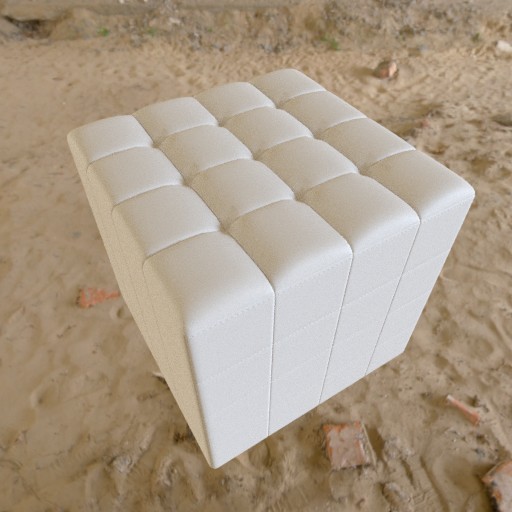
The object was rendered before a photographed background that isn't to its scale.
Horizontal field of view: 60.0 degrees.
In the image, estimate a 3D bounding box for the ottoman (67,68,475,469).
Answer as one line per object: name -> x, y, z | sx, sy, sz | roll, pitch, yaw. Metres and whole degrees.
ottoman -> 0.000, 0.000, 0.771 | 0.425, 0.432, 0.425 | -24, 51, -21
